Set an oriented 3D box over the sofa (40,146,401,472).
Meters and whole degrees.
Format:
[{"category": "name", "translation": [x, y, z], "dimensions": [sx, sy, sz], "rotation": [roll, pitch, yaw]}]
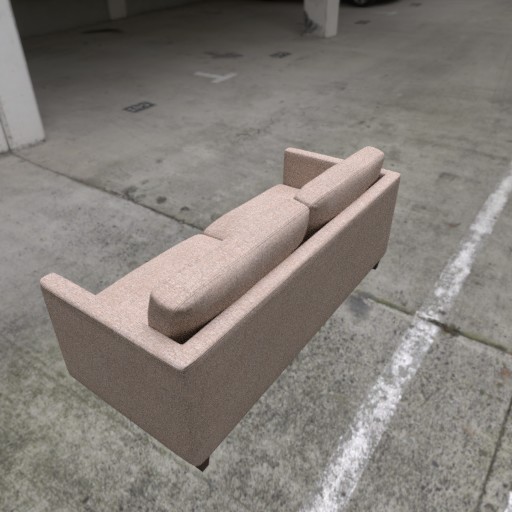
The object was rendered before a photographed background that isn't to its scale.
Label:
[{"category": "sofa", "translation": [0.000, 0.000, 2.696], "dimensions": [0.951, 0.965, 2.208], "rotation": [22, 39, 29]}]
